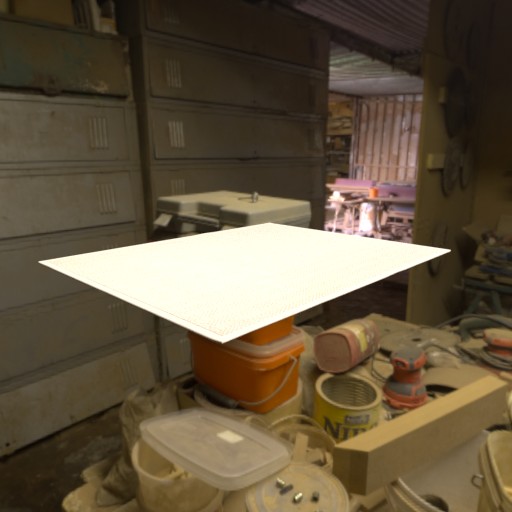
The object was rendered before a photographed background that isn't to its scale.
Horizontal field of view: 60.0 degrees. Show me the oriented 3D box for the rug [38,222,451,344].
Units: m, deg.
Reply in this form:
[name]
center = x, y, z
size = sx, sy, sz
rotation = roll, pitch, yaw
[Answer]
[rug]
center = 0.000, 0.000, 4.105
size = 2.423, 0.019, 3.009
rotation = 13, 18, 43
